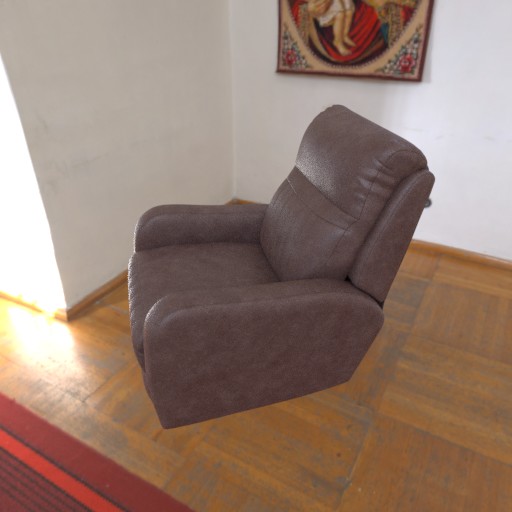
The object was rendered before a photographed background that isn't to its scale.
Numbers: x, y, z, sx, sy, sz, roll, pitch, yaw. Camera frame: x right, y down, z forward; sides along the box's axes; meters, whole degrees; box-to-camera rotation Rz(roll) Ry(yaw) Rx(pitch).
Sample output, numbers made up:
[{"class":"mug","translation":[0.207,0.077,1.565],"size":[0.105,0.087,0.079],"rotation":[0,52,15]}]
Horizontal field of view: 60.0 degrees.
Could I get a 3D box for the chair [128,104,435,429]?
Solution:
[{"class":"chair","translation":[0.000,0.000,1.844],"size":[1.067,1.067,0.865],"rotation":[-8,32,-13]}]
